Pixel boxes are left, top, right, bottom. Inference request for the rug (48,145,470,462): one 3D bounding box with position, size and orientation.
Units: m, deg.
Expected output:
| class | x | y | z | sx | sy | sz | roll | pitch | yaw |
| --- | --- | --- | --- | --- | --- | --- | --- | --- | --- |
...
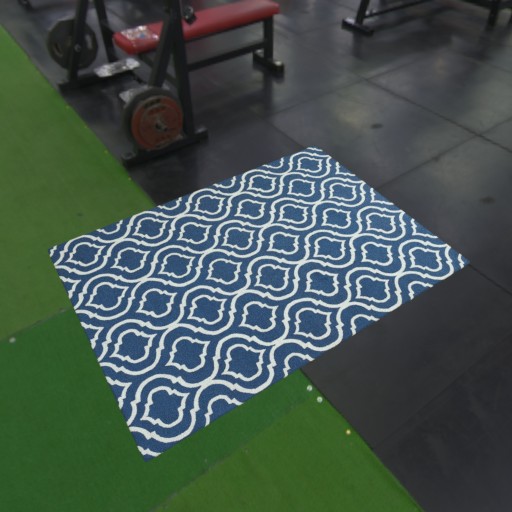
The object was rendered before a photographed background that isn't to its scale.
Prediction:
| class | x | y | z | sx | sy | sz | roll | pitch | yaw |
| --- | --- | --- | --- | --- | --- | --- | --- | --- | --- |
| rug | 0.000 | 0.000 | 2.741 | 2.134 | 0.010 | 1.524 | -25 | 52 | -22 |
